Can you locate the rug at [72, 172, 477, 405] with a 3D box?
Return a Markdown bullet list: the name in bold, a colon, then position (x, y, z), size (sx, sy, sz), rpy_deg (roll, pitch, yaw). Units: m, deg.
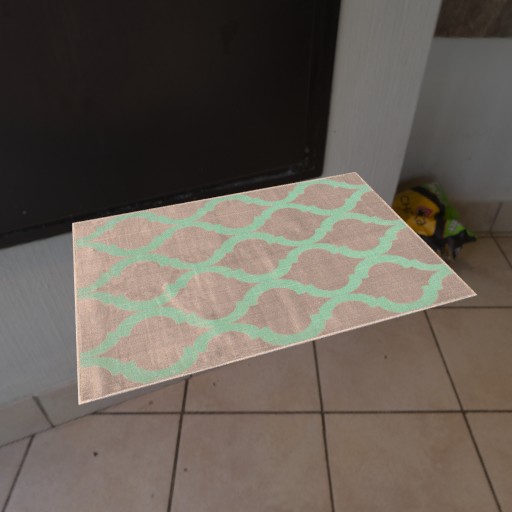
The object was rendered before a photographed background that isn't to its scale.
- **rug**: position (0.000, 0.000, 2.929), size (2.286, 0.006, 1.524), rpy_deg (-12, 42, -14)
